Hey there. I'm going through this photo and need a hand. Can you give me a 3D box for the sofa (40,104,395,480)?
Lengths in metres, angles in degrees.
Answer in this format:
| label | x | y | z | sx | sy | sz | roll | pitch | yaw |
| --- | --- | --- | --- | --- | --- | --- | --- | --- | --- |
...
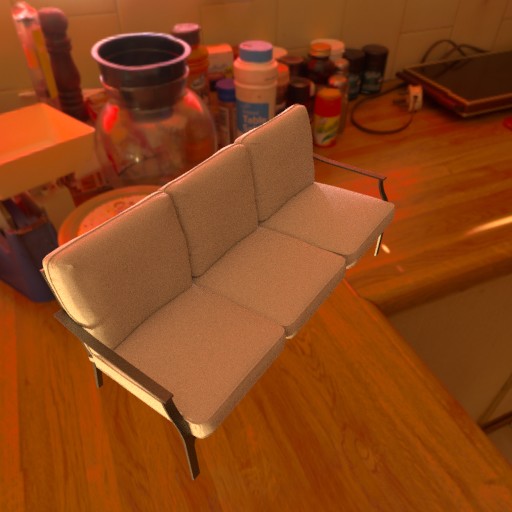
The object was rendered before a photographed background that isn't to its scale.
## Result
| label | x | y | z | sx | sy | sz | roll | pitch | yaw |
| --- | --- | --- | --- | --- | --- | --- | --- | --- | --- |
| sofa | 0.000 | 0.000 | 2.192 | 0.787 | 0.860 | 1.740 | 27 | 49 | 26 |
